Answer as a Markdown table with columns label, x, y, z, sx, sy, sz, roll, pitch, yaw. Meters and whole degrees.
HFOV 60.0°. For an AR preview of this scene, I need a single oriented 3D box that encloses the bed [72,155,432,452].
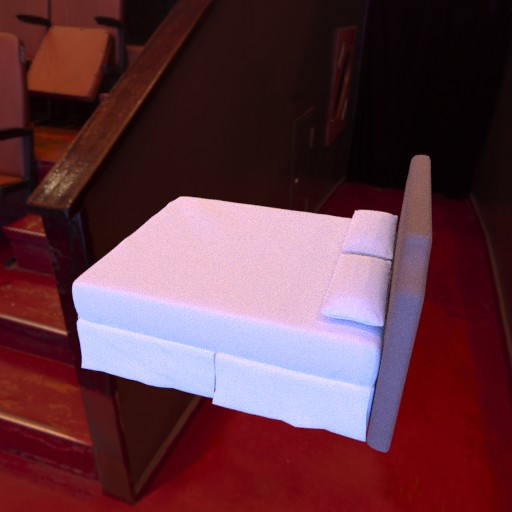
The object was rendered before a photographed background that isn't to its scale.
| label | x | y | z | sx | sy | sz | roll | pitch | yaw |
| --- | --- | --- | --- | --- | --- | --- | --- | --- | --- |
| bed | 0.000 | 0.000 | 3.129 | 2.116 | 1.290 | 1.693 | 10 | 31 | 16 |
